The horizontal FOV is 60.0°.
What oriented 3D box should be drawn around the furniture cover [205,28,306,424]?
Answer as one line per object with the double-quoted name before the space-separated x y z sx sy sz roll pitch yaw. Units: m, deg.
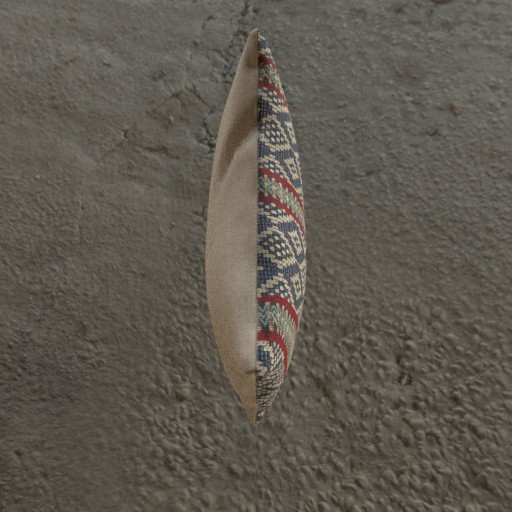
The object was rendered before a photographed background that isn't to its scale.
"furniture cover" 0.000 0.000 0.654 0.139 0.431 0.431 0 65 0
